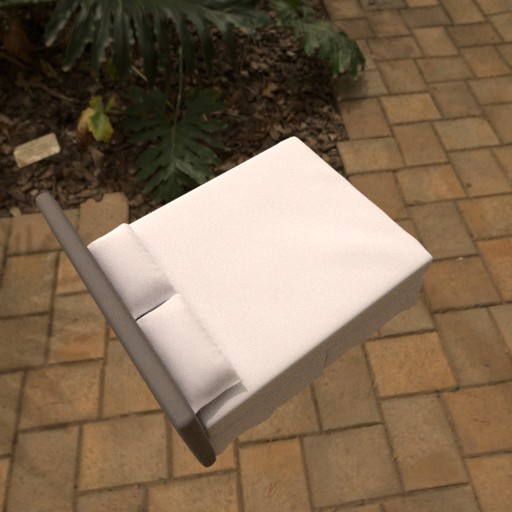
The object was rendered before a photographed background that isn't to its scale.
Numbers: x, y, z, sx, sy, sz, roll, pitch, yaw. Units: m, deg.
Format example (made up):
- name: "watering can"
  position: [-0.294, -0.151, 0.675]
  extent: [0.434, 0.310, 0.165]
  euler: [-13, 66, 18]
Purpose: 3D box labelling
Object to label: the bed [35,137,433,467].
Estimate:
- name: "bed"
  position: [0.000, 0.000, 3.161]
  extent: [2.142, 1.330, 1.723]
  euler: [-32, 63, -19]
